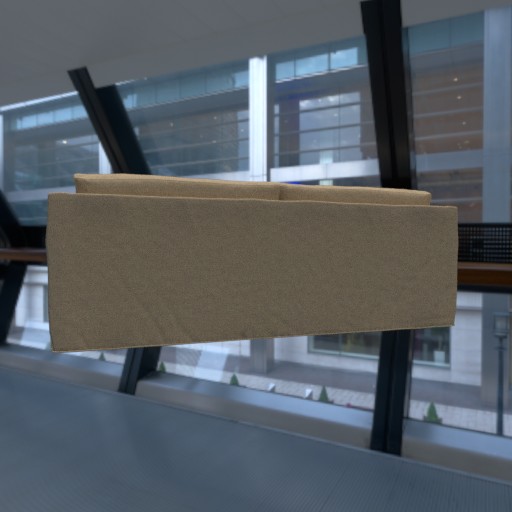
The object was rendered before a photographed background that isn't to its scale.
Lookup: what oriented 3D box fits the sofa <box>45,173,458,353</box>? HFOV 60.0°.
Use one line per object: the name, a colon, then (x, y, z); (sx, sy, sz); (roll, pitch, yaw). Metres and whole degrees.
sofa: (0.000, 0.000, 2.777); (2.312, 0.853, 0.962); (0, 1, -18)
